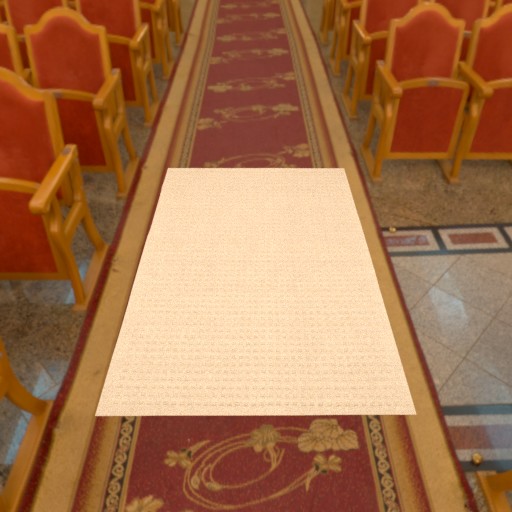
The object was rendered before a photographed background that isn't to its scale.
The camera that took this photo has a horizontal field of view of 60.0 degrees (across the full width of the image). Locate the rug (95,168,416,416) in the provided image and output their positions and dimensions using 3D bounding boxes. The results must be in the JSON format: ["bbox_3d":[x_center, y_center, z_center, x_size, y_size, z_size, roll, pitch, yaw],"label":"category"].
[{"bbox_3d":[0.000,0.000,2.955,1.523,0.006,2.289,0,41,0],"label":"rug"}]
